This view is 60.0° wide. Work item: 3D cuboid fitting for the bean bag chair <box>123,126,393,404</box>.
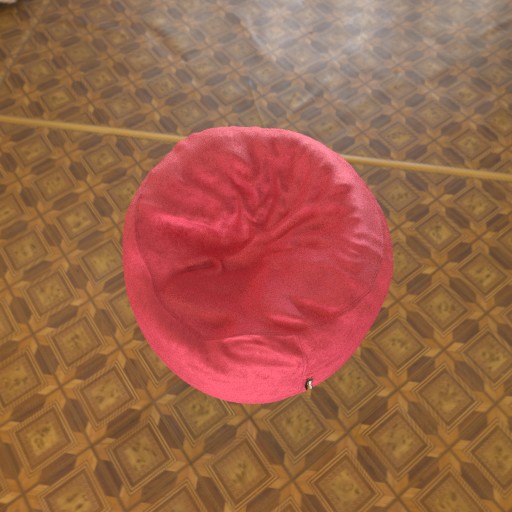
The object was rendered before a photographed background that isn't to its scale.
[{"bbox_3d":[0.000,0.000,2.046,1.218,0.788,1.218,0,62,0],"label":"bean bag chair"}]
